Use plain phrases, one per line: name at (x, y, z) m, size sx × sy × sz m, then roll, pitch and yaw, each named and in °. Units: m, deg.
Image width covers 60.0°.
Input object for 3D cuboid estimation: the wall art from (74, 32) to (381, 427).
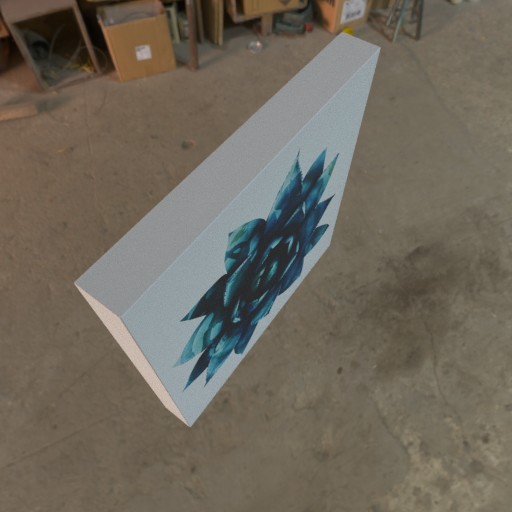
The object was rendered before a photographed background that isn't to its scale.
wall art at (0.000, 0.000, 0.443) m, size 0.038 × 0.305 × 0.305 m, roll 32°, pitch 63°, yaw 18°
